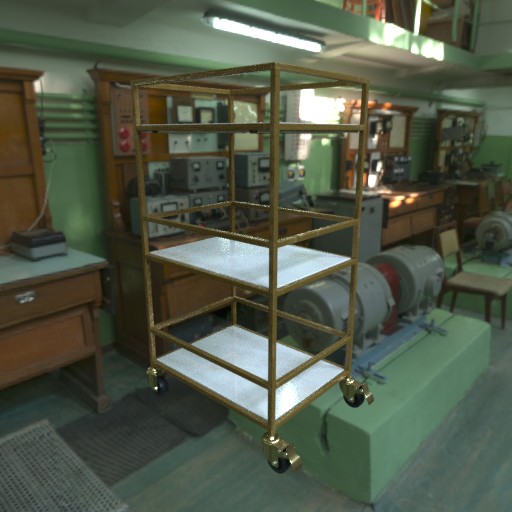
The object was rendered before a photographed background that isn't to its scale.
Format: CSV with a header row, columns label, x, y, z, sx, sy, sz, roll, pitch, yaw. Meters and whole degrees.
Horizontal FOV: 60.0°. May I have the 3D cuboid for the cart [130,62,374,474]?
label,x,y,z,sx,sy,sz,roll,pitch,yaw
cart,0.000,0.000,1.019,0.483,0.761,0.332,14,21,40
